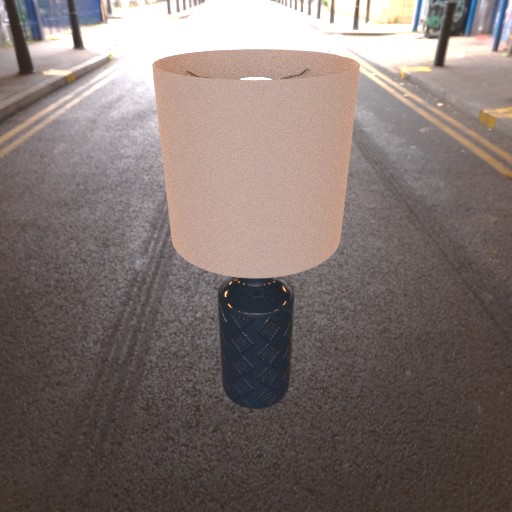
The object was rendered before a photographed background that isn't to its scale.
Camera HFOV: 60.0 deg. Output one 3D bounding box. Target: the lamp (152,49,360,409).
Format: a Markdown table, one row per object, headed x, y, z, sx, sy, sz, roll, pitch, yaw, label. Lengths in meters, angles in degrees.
| x | y | z | sx | sy | sz | roll | pitch | yaw | label |
| --- | --- | --- | --- | --- | --- | --- | --- | --- | --- |
| 0.000 | 0.000 | 0.568 | 0.207 | 0.461 | 0.207 | 22 | 38 | 32 | lamp |
